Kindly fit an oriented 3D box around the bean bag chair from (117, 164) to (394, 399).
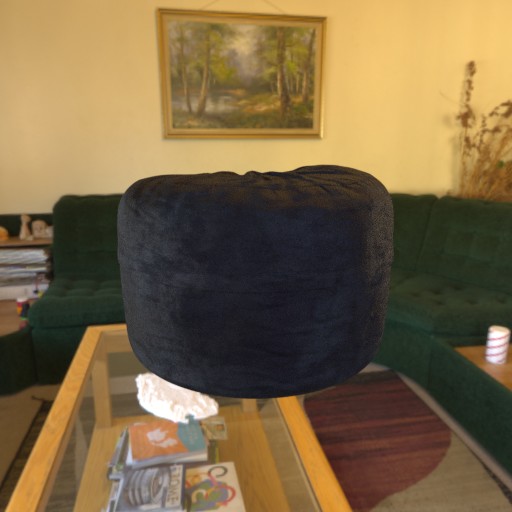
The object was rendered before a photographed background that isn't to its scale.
[{"bbox_3d":[0.000,0.000,1.548,0.918,0.616,0.918,0,15,0],"label":"bean bag chair"}]
